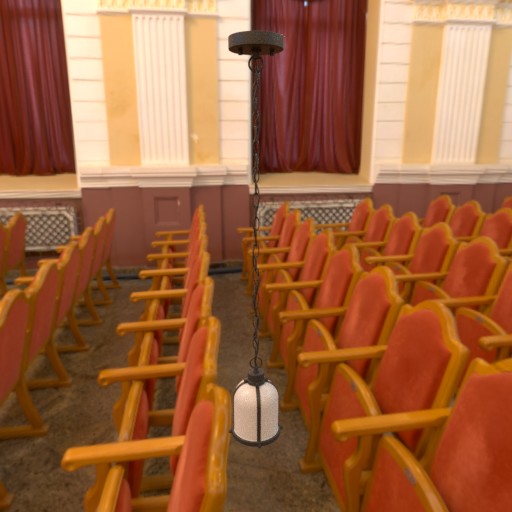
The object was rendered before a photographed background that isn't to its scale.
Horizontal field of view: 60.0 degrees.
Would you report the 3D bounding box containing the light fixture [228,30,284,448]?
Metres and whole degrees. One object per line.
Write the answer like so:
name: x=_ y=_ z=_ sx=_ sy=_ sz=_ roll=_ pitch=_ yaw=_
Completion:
light fixture: x=0.000 y=0.000 z=1.305 sx=0.178 sy=1.181 sz=0.178 roll=-2 pitch=14 yaw=-7
